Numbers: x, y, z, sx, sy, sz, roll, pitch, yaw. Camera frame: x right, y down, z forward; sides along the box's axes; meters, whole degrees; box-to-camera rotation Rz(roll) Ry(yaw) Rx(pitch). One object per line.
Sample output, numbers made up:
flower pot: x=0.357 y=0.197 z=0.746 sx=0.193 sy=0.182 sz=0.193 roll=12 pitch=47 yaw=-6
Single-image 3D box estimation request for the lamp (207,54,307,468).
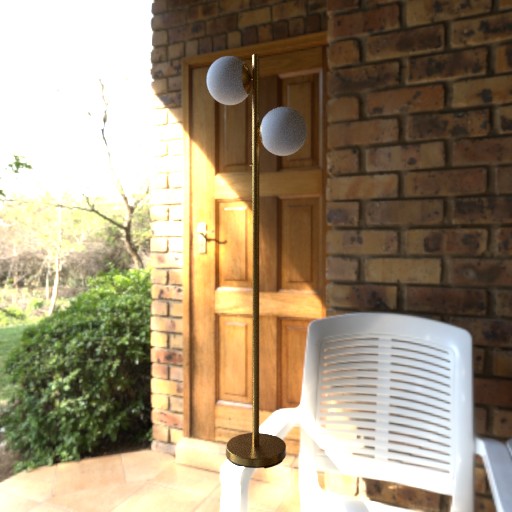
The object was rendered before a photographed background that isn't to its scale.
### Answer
lamp: x=0.000 y=0.000 z=1.818 sx=0.419 sy=1.641 sz=0.249 roll=0 pitch=1 yaw=17
